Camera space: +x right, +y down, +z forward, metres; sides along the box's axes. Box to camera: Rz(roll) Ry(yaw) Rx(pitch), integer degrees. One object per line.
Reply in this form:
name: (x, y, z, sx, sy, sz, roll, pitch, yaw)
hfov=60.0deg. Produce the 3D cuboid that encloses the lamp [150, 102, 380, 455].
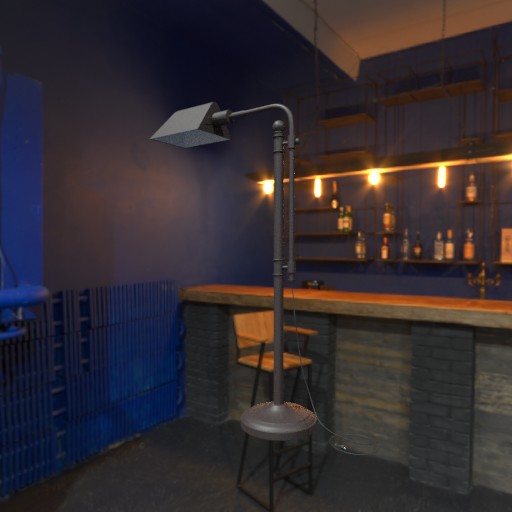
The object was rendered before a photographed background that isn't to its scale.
lamp: (0.000, 0.000, 0.960, 0.545, 0.708, 0.159, 1, 1, 36)
